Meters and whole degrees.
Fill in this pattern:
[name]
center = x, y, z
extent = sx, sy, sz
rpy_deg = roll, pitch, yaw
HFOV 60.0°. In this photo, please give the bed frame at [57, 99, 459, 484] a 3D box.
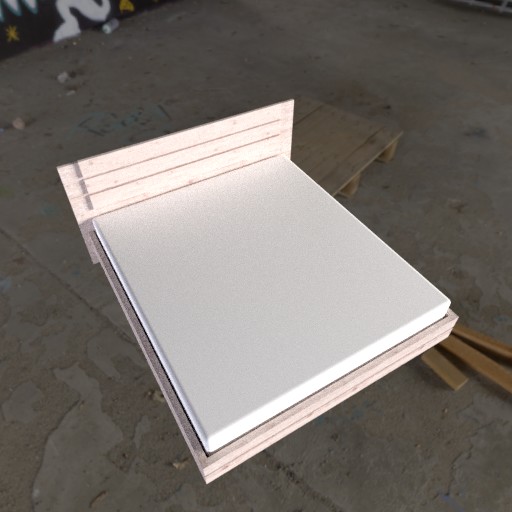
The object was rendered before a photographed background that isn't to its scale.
[bed frame]
center = 0.000, 0.000, 3.099
extent = 1.950, 0.970, 2.080
rpy_deg = -23, 50, -21
